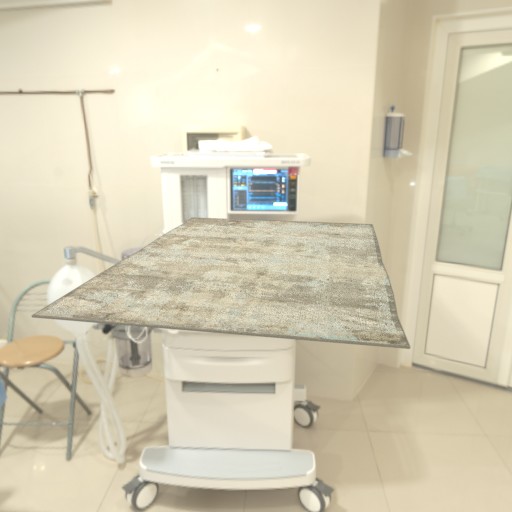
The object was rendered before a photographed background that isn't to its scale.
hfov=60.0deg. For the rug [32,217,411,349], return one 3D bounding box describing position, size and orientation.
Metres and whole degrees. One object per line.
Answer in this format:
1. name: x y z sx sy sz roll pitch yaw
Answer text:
1. rug: 0.000 0.000 4.255 2.393 0.013 3.307 3 17 10
